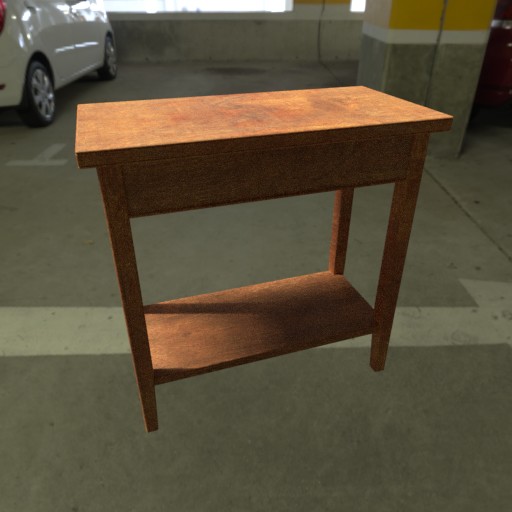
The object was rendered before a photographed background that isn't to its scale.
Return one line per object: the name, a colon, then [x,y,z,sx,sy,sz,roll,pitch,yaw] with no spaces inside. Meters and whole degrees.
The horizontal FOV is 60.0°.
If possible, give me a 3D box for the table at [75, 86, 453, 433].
table: [0.000,0.000,0.952,0.610,0.610,0.305,-10,32,-16]
